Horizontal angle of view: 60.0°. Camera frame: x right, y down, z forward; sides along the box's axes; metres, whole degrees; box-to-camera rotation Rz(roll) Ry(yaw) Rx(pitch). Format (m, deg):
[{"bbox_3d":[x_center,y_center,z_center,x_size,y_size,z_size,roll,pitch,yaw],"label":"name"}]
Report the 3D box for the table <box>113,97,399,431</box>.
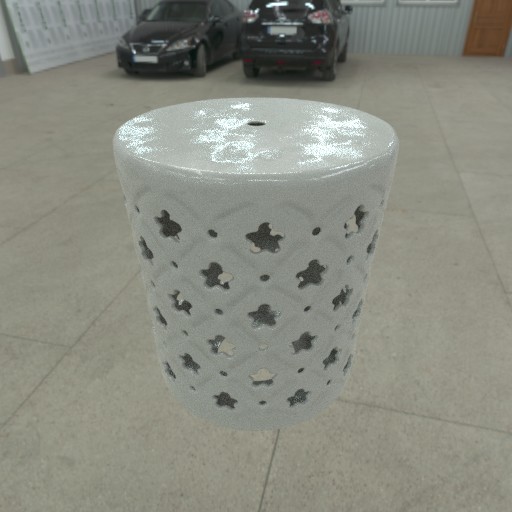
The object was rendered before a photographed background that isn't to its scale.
[{"bbox_3d":[0.000,0.000,0.653,0.352,0.387,0.352,0,31,0],"label":"table"}]
